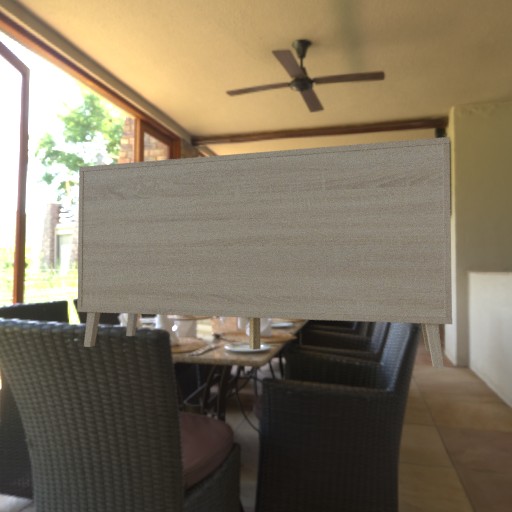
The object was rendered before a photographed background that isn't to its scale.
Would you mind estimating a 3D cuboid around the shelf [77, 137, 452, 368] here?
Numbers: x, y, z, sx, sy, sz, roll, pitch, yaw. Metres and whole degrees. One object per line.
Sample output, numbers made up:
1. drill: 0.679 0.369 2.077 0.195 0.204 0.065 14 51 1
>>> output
1. shelf: 0.000 0.000 1.893 1.490 0.780 0.400 -1 -2 17
